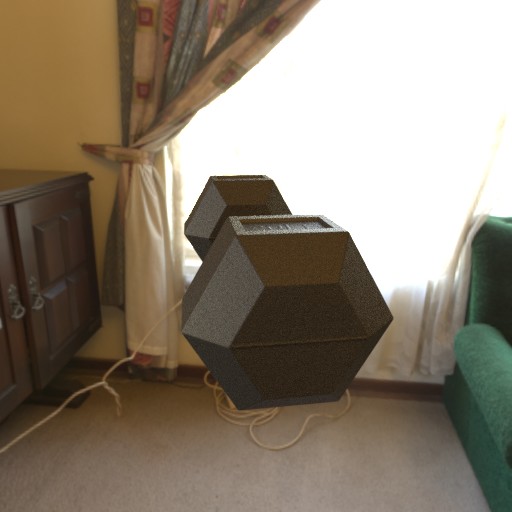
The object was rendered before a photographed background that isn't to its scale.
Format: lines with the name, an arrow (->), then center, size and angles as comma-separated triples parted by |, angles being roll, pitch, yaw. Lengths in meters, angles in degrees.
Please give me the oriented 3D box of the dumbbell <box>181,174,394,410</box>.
dumbbell -> 0.000, 0.000, 0.359 | 0.116, 0.101, 0.297 | -2, 17, -8
